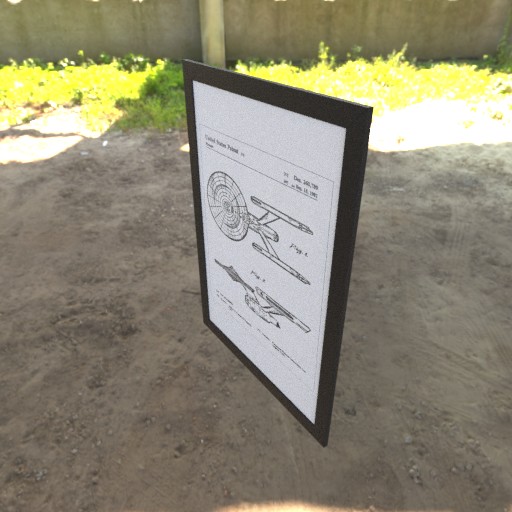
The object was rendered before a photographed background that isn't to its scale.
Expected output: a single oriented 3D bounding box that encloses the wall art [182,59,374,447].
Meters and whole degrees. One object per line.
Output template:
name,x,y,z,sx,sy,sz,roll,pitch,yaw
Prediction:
wall art,0.000,0.000,0.700,0.008,0.530,0.379,-21,38,-30
